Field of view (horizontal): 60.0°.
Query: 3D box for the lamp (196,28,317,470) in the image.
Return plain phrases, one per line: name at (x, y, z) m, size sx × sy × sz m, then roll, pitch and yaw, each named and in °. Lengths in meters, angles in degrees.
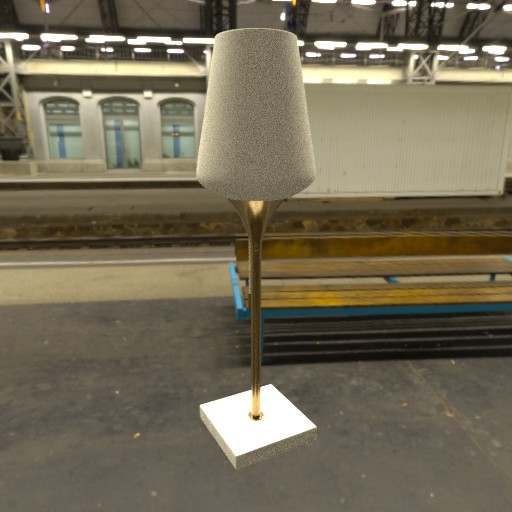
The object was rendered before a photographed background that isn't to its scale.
lamp at (0.000, 0.000, 0.709) m, size 0.181 × 0.639 × 0.181 m, roll -8°, pitch 17°, yaw -27°
